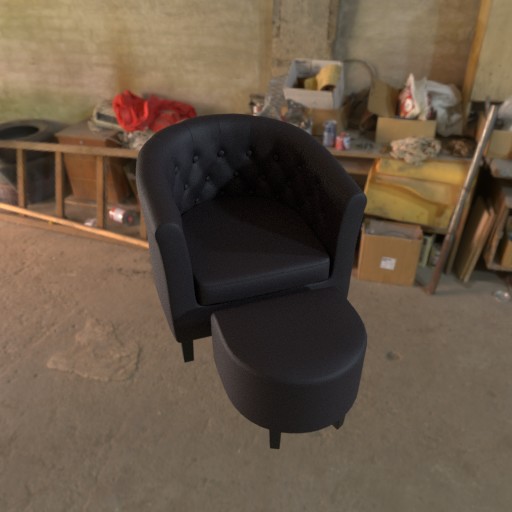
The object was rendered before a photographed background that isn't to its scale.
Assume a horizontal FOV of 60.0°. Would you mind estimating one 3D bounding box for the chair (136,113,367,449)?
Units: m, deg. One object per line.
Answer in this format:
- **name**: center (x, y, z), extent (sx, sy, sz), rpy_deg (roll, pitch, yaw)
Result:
- **chair**: center (0.000, 0.000, 1.659), extent (0.763, 0.760, 1.191), rpy_deg (-11, 35, -15)
